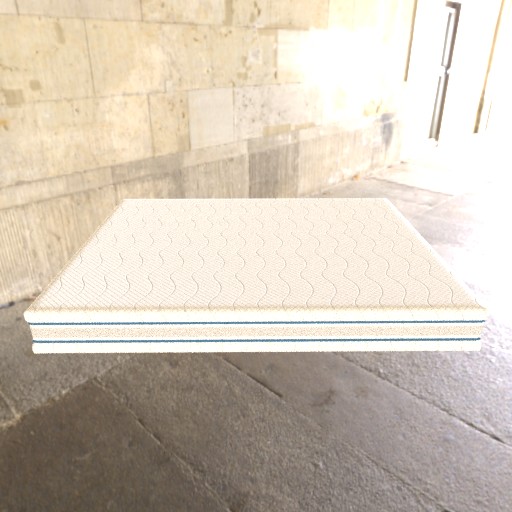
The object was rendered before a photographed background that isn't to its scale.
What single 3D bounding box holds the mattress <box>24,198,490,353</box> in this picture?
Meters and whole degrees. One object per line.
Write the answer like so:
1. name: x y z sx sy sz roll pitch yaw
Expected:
1. mattress: 0.000 0.000 2.660 2.000 0.230 1.600 0 25 -1
